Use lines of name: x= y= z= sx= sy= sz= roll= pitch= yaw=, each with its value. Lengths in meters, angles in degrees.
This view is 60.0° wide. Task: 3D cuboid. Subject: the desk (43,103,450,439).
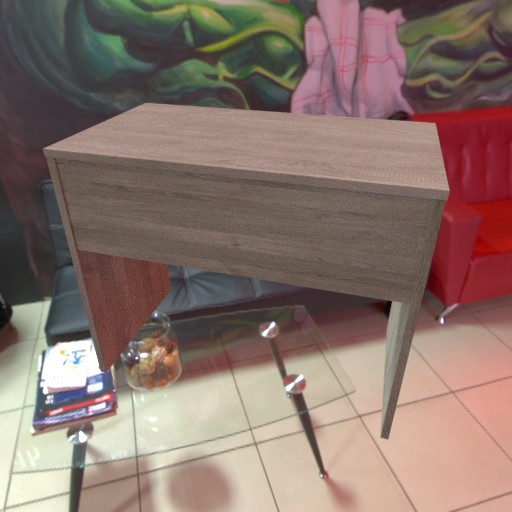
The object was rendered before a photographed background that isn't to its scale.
desk: x=0.000 y=0.000 z=1.320 sx=0.893 sy=0.724 sz=0.498 roll=9 pitch=32 yaw=14
